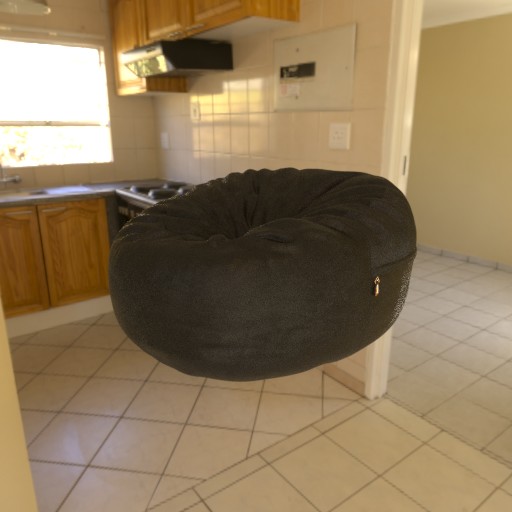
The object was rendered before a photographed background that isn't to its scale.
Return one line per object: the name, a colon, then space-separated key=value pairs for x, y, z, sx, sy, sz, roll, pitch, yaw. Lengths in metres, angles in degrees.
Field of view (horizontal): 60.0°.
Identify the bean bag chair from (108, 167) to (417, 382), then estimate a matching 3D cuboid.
bean bag chair: x=0.000 y=0.000 z=2.424 sx=1.524 sy=0.878 sz=1.524 roll=15 pitch=22 yaw=41
